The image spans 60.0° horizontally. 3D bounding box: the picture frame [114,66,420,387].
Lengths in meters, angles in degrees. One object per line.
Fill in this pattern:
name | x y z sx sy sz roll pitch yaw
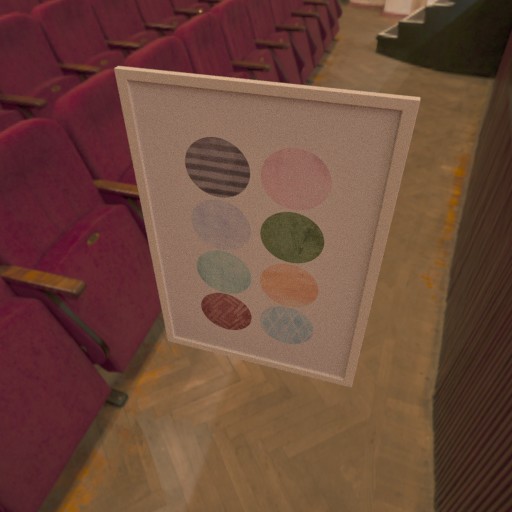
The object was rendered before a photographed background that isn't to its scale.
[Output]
picture frame | 0.000 0.000 0.852 0.457 0.657 0.013 11 41 13
